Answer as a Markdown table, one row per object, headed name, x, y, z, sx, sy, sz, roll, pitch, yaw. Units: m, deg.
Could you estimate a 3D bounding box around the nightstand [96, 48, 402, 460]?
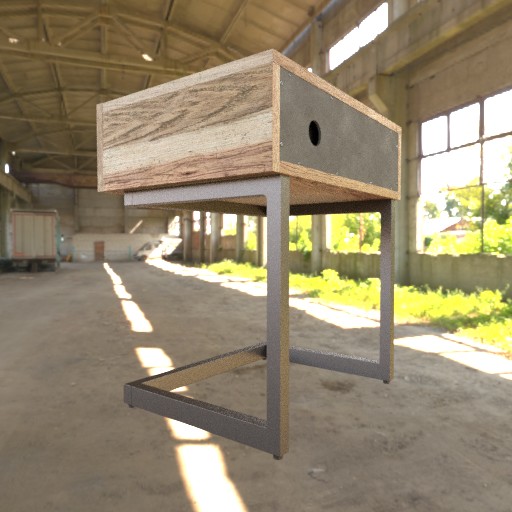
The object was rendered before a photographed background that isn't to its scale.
| name | x | y | z | sx | sy | sz | roll | pitch | yaw |
| --- | --- | --- | --- | --- | --- | --- | --- | --- | --- |
| nightstand | 0.000 | 0.000 | 1.025 | 0.481 | 0.632 | 0.558 | 1 | 2 | 37 |
